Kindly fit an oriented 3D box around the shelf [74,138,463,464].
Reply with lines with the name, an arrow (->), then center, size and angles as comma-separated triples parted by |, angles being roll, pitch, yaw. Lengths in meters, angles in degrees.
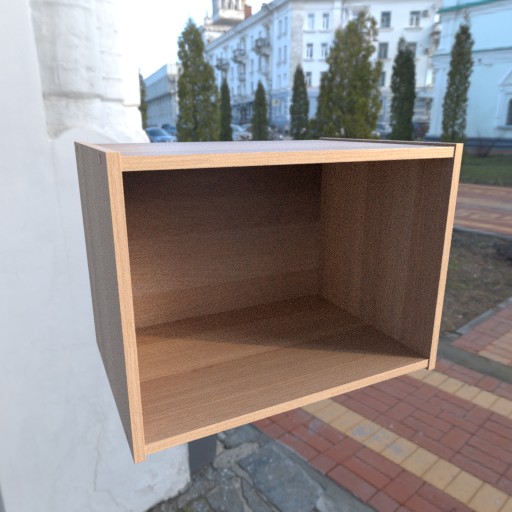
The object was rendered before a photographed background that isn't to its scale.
shelf -> 0.000, 0.000, 0.614 | 0.415, 0.305, 0.290 | -8, 18, -25
